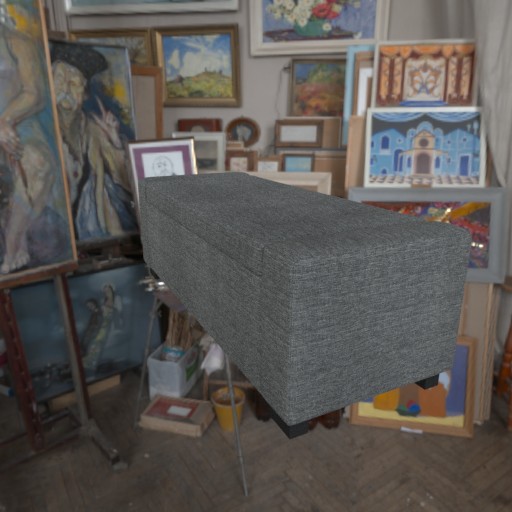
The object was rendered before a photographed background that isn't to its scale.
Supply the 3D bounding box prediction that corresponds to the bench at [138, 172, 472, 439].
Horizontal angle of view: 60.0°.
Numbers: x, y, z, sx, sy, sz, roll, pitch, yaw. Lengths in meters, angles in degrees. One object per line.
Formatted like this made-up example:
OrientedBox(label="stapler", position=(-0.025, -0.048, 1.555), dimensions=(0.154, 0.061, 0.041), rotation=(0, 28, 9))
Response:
OrientedBox(label="bench", position=(0.000, 0.000, 1.545), dimensions=(0.508, 0.445, 1.296), rotation=(-9, 19, -26))
